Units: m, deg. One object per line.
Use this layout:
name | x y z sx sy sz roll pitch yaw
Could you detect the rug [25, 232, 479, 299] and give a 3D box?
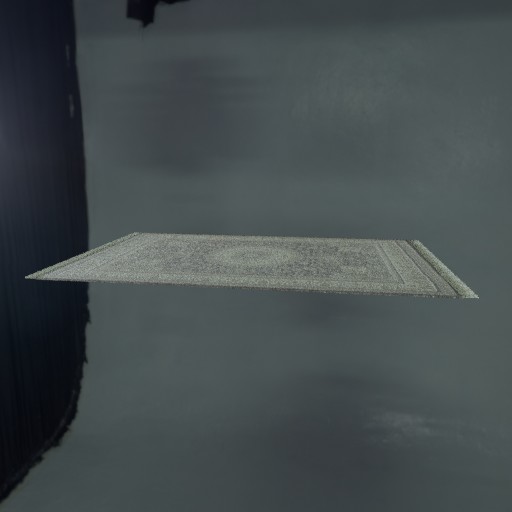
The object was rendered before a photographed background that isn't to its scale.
rug | 0.000 0.000 3.066 2.440 0.010 1.528 2 13 9
